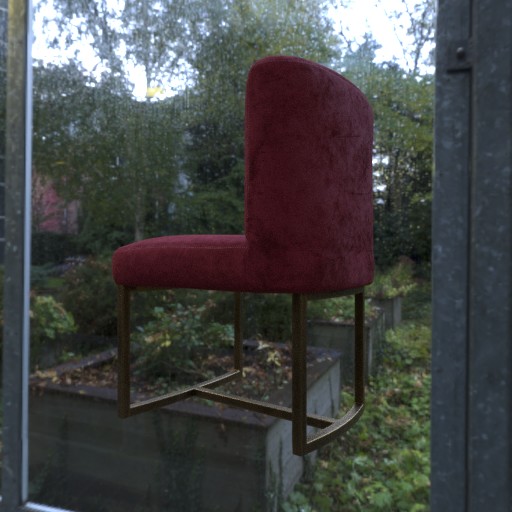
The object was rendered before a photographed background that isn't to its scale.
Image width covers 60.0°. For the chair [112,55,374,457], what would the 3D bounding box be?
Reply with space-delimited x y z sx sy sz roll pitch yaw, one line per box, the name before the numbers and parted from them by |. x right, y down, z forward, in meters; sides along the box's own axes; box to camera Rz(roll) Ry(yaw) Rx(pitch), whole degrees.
chair | 0.000 0.000 1.180 0.560 0.824 0.530 0 0 36
